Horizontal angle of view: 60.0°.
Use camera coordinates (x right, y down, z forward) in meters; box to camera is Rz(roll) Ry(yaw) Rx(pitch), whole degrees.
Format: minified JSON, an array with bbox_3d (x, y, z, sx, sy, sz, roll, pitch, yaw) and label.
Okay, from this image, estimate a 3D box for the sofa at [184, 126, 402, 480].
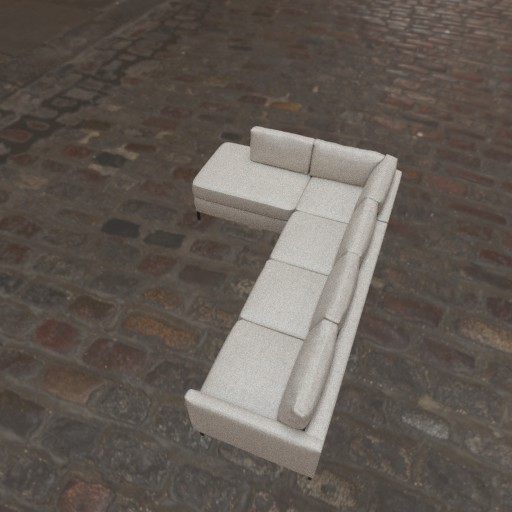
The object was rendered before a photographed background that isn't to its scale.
[{"bbox_3d":[0.000,0.000,3.158,1.617,0.703,2.423,16,49,15],"label":"sofa"}]
